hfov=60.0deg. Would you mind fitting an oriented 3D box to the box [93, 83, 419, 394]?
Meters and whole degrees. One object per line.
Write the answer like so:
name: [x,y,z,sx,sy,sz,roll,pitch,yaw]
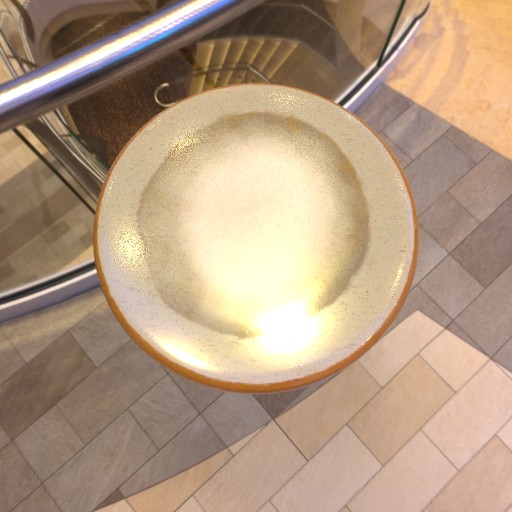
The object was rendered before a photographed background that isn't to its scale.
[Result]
box: [0.000,0.000,0.211,0.123,0.100,0.123,0,75,0]
